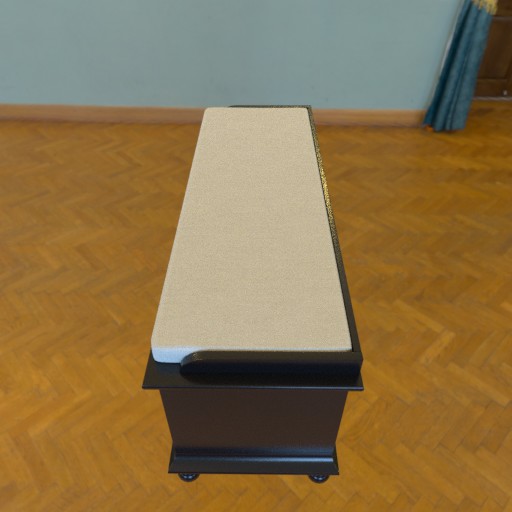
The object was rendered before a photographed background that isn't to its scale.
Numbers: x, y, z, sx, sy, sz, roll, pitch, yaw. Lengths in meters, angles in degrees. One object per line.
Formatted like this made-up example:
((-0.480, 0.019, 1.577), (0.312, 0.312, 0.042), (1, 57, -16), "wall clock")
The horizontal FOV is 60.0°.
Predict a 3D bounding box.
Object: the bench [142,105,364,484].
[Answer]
((0.000, 0.000, 1.377), (0.402, 0.501, 1.185), (0, 41, 0), "bench")
